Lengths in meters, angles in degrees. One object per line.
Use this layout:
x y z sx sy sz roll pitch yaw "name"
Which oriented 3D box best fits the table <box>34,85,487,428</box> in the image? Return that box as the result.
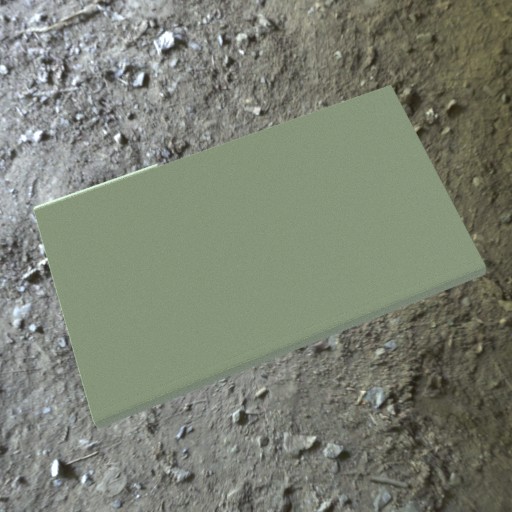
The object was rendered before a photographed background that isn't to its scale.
0.000 0.000 1.426 1.097 0.442 0.639 -21 77 -5 "table"
